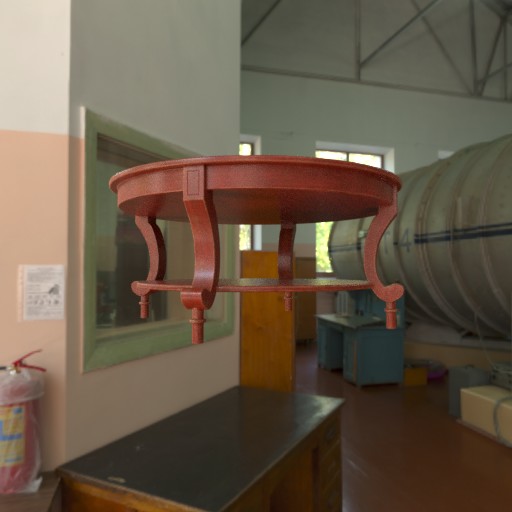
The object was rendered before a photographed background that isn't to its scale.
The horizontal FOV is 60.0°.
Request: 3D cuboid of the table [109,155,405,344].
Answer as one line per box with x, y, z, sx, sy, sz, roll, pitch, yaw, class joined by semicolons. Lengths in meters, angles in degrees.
0.000;0.000;1.624;1.029;0.486;1.029;0;-2;0;table
